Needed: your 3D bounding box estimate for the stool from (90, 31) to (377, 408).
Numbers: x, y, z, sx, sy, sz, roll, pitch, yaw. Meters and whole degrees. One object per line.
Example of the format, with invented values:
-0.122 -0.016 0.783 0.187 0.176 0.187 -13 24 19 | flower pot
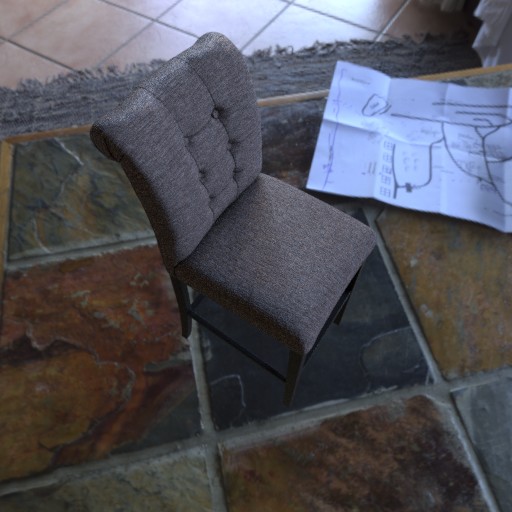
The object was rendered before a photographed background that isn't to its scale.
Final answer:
0.000 0.000 1.418 0.613 1.131 0.452 29 62 17 | stool
